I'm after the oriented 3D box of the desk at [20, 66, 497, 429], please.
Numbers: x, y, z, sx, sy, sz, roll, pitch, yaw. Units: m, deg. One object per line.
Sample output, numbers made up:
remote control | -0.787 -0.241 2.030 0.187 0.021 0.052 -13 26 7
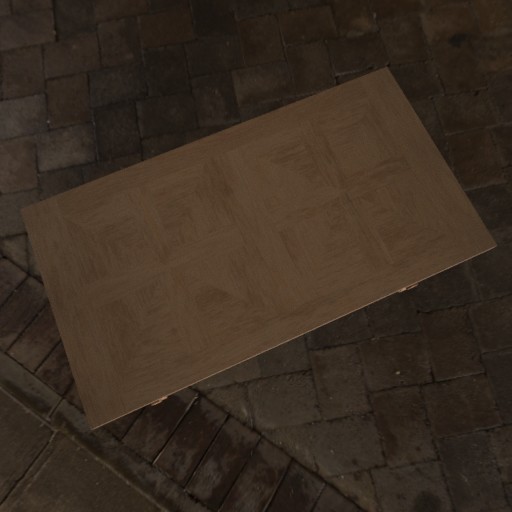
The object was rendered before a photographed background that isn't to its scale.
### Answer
desk | 0.000 0.000 1.944 1.499 0.762 0.813 -23 76 -6
